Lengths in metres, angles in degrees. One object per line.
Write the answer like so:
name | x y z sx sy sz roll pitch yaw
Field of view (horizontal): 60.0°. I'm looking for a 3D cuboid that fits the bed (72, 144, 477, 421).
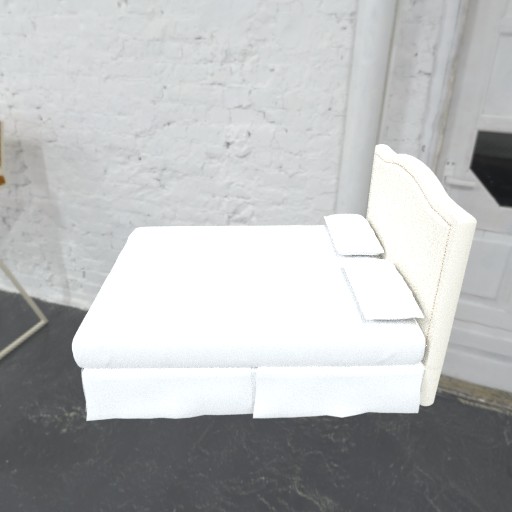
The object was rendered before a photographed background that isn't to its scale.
bed | 0.000 0.000 3.324 2.282 1.436 1.821 0 27 -1
